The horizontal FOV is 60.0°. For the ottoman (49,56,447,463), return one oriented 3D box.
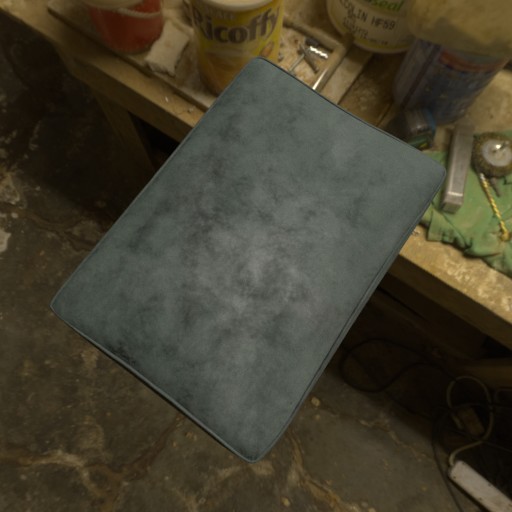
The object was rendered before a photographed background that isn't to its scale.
[{"bbox_3d":[0.000,0.000,1.258,0.632,0.495,0.864,34,78,8],"label":"ottoman"}]
